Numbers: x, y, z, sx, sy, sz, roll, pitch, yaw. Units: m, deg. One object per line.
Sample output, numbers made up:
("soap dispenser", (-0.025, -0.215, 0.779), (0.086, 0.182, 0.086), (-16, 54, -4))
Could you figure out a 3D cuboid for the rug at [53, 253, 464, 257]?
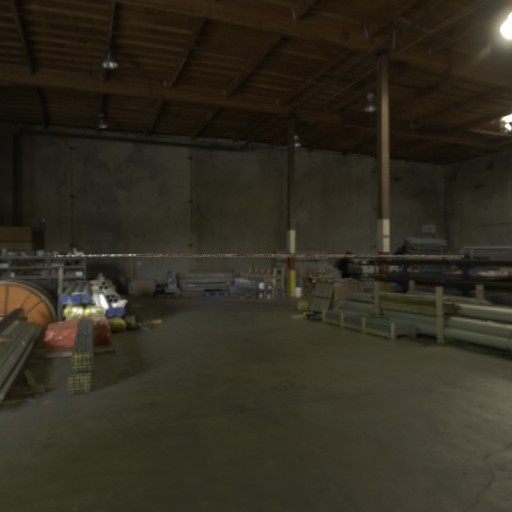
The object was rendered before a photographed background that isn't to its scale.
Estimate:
("rug", (0.000, 0.000, 4.361), (3.291, 0.017, 2.431), (0, 0, -35))
